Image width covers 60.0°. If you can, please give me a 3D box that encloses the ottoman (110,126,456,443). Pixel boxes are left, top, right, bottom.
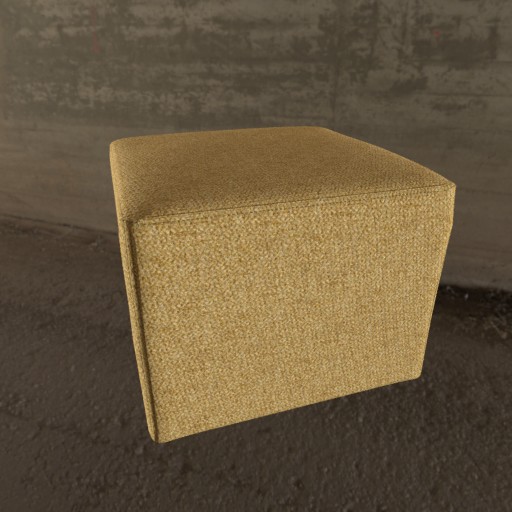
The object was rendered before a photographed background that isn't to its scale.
[{"bbox_3d":[0.000,0.000,0.894,0.512,0.441,0.505,-8,28,-16],"label":"ottoman"}]
